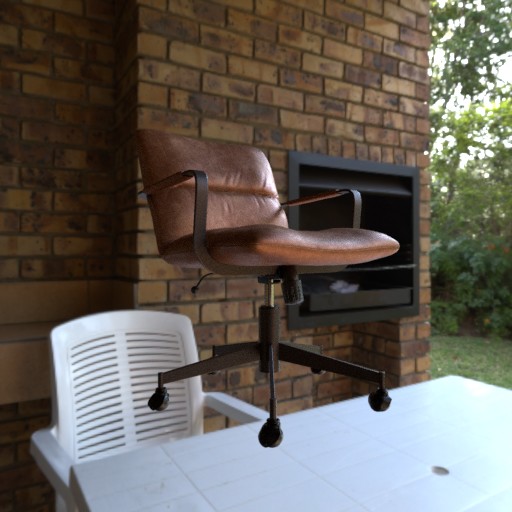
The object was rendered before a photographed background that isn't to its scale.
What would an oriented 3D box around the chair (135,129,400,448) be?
[{"bbox_3d":[0.000,0.000,1.471,0.727,0.922,0.754,0,0,-36],"label":"chair"}]
